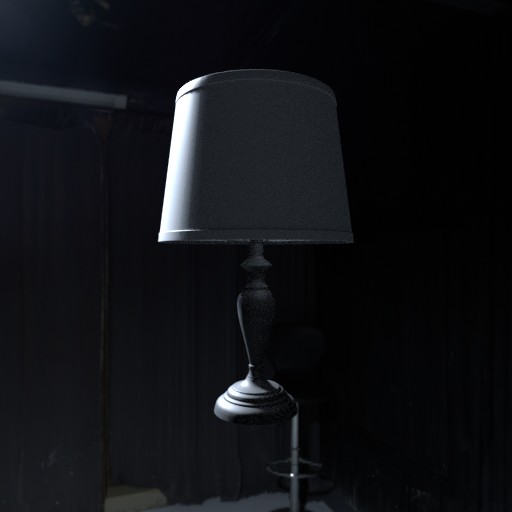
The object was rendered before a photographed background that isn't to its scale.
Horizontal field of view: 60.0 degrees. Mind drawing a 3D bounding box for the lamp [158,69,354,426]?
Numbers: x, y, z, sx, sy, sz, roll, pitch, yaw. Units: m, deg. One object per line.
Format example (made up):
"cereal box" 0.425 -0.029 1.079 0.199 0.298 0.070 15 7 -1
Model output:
"lamp" 0.000 0.000 0.720 0.310 0.501 0.310 0 0 0
